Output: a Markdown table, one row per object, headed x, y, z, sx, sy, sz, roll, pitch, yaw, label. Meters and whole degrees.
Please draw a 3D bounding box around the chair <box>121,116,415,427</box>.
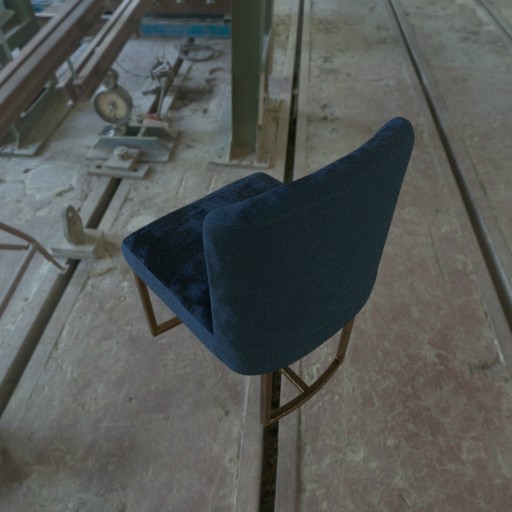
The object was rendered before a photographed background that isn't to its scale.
| x | y | z | sx | sy | sz | roll | pitch | yaw | label |
| --- | --- | --- | --- | --- | --- | --- | --- | --- | --- |
| 0.000 | 0.000 | 1.176 | 0.530 | 0.824 | 0.560 | -31 | 53 | -27 | chair |
